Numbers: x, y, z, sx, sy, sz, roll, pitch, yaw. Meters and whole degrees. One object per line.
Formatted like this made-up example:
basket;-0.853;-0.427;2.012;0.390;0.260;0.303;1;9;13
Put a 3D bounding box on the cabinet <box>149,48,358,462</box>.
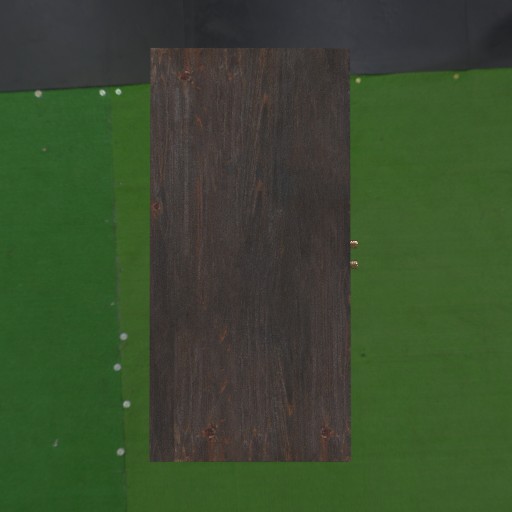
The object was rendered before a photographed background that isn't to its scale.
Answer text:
cabinet;0.000;0.000;1.543;0.529;0.897;1.023;0;89;0
